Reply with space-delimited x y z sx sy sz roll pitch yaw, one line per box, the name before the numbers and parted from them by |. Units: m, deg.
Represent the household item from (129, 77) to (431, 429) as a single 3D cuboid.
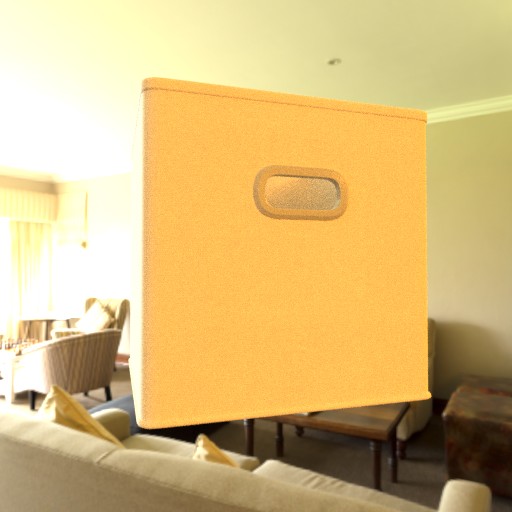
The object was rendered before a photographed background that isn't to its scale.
household item | 0.000 0.000 0.568 0.305 0.305 0.305 0 -1 -18
